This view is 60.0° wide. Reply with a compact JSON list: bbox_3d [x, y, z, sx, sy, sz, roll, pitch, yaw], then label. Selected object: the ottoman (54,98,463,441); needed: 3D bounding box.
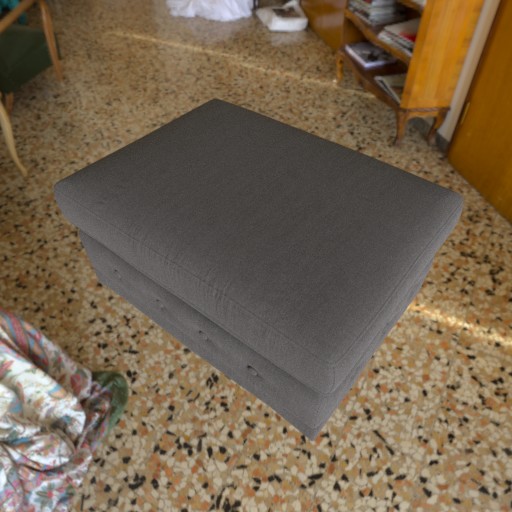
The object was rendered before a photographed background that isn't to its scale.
[{"bbox_3d":[0.000,0.000,1.143,0.771,0.500,0.569,30,53,26],"label":"ottoman"}]
